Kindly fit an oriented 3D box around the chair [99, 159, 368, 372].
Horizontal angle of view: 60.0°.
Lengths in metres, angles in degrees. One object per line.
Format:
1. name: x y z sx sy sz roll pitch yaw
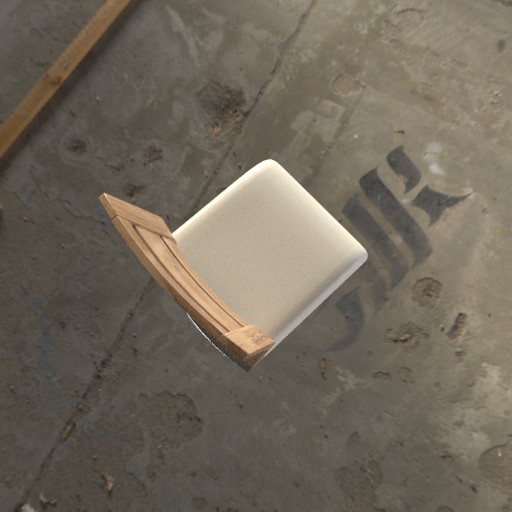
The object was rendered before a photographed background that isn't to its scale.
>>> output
1. chair: 0.000 0.000 1.300 0.561 0.955 0.457 -42 80 -9
